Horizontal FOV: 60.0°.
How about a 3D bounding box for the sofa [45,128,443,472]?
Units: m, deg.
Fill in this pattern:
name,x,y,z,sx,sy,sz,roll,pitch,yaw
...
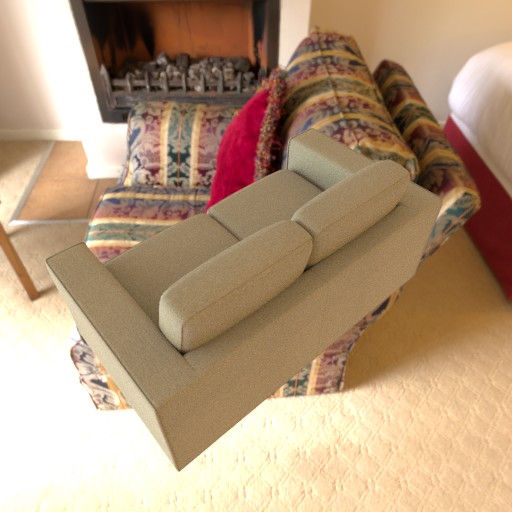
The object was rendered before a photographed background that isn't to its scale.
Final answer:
name,x,y,z,sx,sy,sz,roll,pitch,yaw
sofa,0.000,0.000,2.385,1.812,0.924,1.007,-32,54,-27
